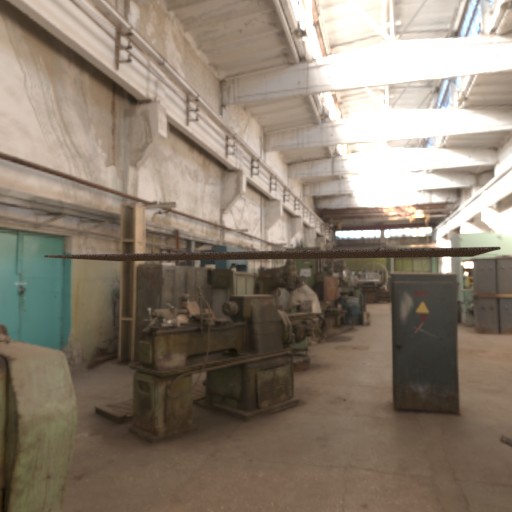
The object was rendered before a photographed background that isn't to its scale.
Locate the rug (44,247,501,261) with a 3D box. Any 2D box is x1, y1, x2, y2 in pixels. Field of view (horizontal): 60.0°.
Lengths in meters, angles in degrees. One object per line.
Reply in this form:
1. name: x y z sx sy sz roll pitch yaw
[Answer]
1. rug: 0.000 0.000 2.463 2.296 0.011 0.691 -1 -3 18
